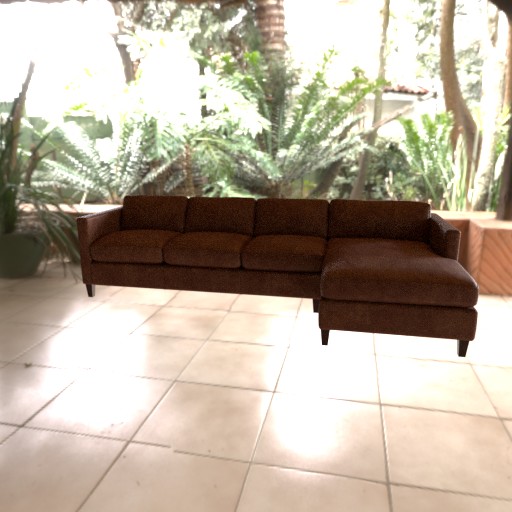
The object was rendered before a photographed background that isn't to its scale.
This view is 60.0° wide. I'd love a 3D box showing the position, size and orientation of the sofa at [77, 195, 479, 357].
[{"bbox_3d":[0.000,0.000,3.826,3.203,0.883,1.581,3,14,11],"label":"sofa"}]
